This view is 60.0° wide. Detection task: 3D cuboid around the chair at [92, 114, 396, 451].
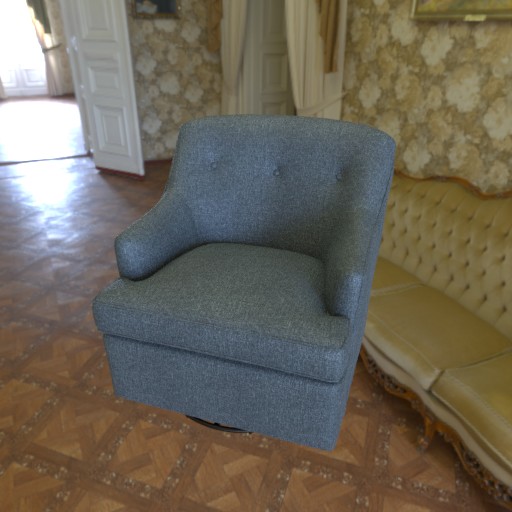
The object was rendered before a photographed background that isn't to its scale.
[{"bbox_3d":[0.000,0.000,1.607,0.864,0.856,0.923,8,28,16],"label":"chair"}]
